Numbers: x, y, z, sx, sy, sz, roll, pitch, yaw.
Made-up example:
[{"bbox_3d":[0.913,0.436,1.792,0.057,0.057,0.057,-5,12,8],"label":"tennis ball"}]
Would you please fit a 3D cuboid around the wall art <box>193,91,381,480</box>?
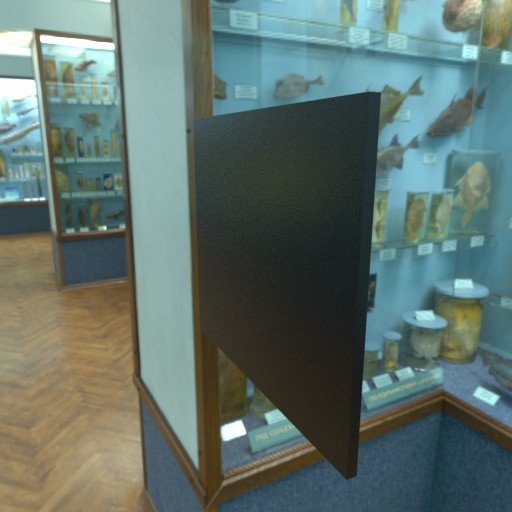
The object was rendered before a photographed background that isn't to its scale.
[{"bbox_3d":[0.000,0.000,0.528,0.012,0.332,0.383,-7,16,-26],"label":"wall art"}]
